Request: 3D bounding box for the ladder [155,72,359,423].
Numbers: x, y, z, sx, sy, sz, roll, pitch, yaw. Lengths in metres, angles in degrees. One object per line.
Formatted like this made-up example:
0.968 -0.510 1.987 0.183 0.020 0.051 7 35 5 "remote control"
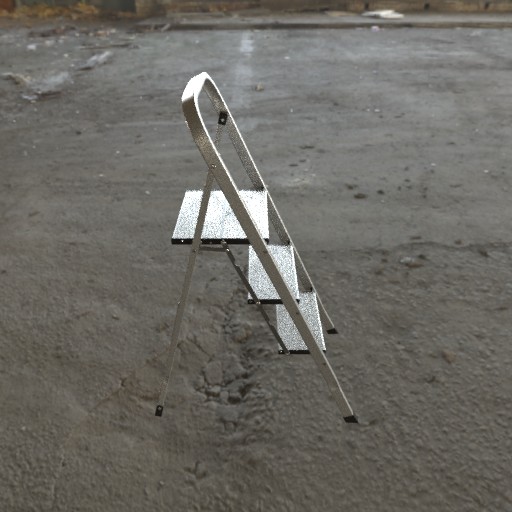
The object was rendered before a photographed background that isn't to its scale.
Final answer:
0.000 0.000 1.420 0.704 1.070 0.465 0 33 0 "ladder"
